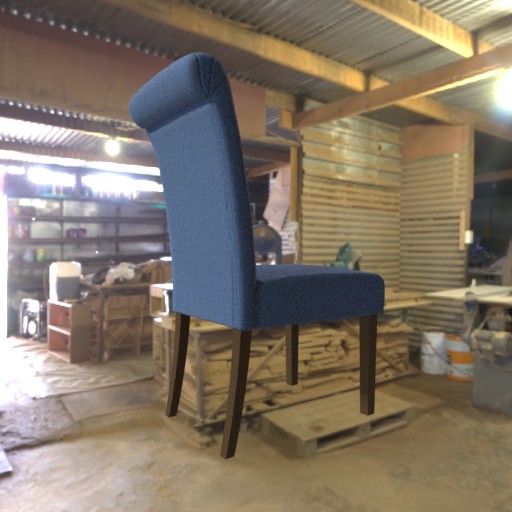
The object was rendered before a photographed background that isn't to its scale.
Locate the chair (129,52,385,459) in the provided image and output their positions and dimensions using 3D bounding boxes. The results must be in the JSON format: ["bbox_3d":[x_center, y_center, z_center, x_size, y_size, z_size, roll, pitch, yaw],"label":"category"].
[{"bbox_3d":[0.000,0.000,1.375,0.671,1.006,0.456,-1,2,-36],"label":"chair"}]
